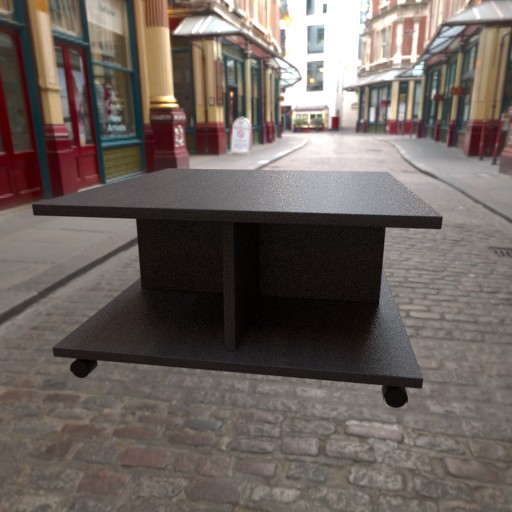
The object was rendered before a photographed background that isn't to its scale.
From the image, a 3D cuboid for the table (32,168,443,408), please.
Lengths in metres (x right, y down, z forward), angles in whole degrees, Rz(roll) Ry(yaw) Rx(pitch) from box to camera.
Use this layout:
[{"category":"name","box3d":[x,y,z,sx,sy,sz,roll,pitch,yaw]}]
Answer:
[{"category":"table","box3d":[0.000,0.000,1.220,0.762,0.396,0.762,3,17,9]}]
